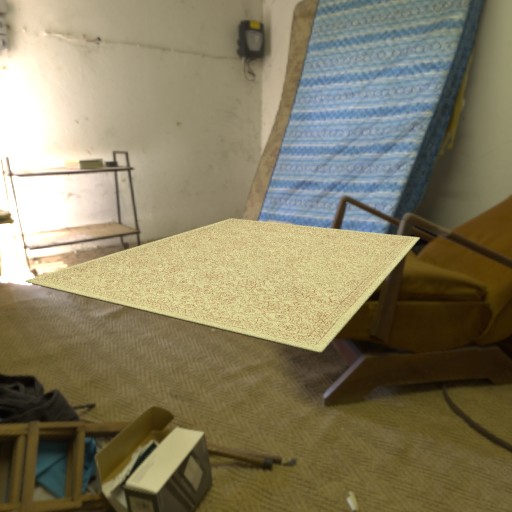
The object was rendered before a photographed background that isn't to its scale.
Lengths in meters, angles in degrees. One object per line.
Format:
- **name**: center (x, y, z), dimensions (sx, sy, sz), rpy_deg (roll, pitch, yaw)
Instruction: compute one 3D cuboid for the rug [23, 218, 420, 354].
- **rug**: center (0.000, 0.000, 4.148), dimensions (2.441, 0.015, 3.050), rpy_deg (8, 17, 28)
